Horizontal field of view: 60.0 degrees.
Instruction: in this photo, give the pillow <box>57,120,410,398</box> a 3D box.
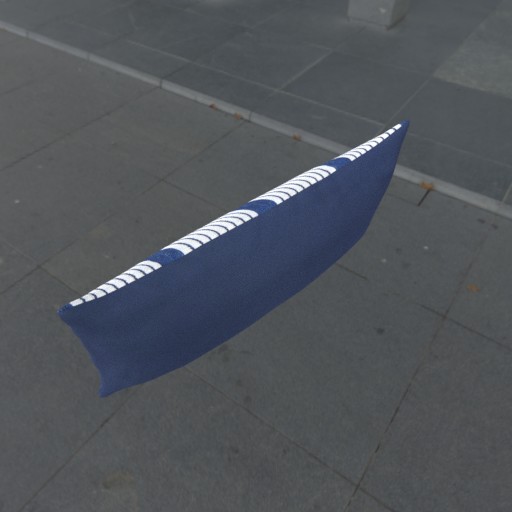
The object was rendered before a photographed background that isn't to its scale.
[{"bbox_3d":[0.000,0.000,0.723,0.608,0.292,0.156,-31,55,-26],"label":"pillow"}]
